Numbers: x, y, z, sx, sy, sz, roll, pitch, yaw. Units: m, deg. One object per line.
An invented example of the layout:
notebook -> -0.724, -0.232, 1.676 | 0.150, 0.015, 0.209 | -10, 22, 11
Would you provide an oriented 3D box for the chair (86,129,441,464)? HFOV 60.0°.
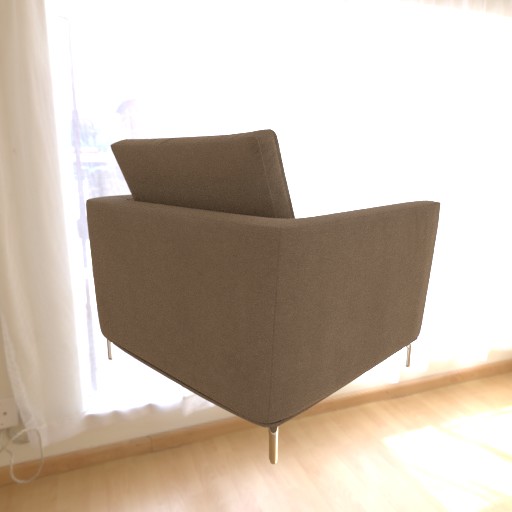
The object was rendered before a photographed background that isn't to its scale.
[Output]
chair -> 0.000, 0.000, 1.661 | 1.041, 0.864, 0.889 | 12, 17, 43
